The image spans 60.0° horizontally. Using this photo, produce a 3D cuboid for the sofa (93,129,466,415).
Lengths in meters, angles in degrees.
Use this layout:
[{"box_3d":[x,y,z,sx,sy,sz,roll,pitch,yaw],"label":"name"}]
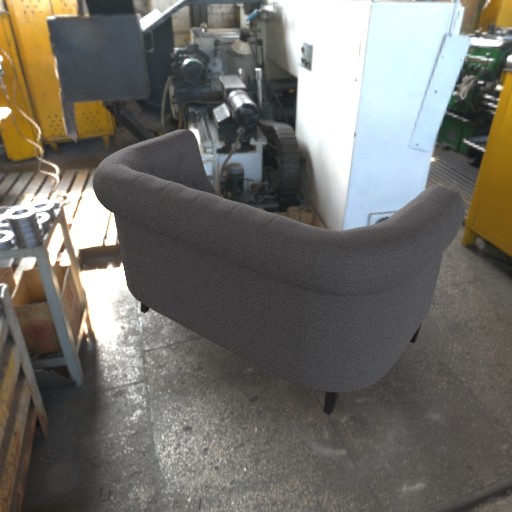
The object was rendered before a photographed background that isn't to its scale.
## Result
[{"box_3d":[0.000,0.000,2.027,1.558,0.827,0.835,21,37,31],"label":"sofa"}]
